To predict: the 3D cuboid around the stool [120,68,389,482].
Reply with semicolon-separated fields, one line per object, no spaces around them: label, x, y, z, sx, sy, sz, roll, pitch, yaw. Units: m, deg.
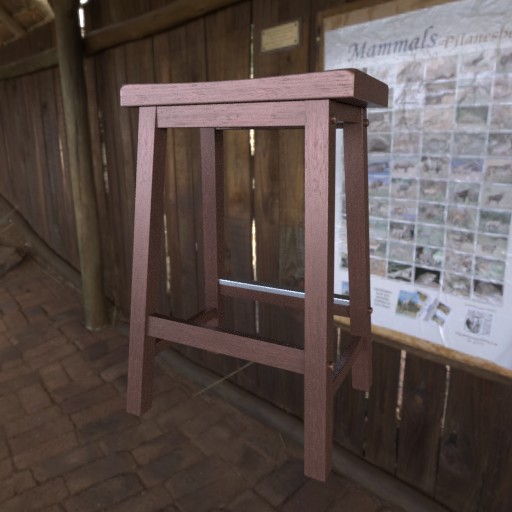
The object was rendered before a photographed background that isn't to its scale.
stool;0.000;0.000;0.840;0.406;0.610;0.322;7;17;26
